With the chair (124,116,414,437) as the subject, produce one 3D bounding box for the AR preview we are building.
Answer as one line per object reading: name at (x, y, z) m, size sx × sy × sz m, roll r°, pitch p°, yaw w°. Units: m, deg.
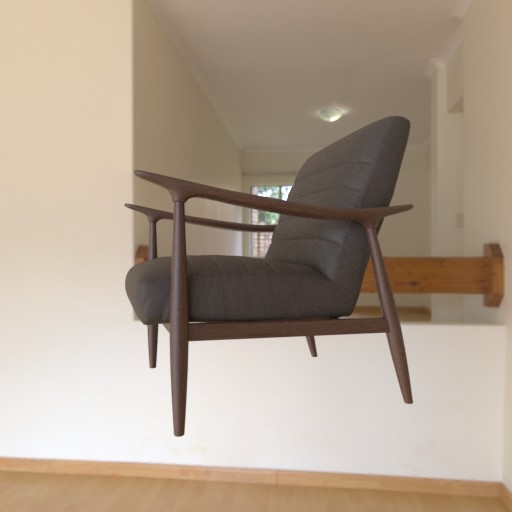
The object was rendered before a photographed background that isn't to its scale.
chair at (0.000, 0.000, 1.432) m, size 0.798 × 0.831 × 0.741 m, roll 0°, pitch 0°, yaw -18°
